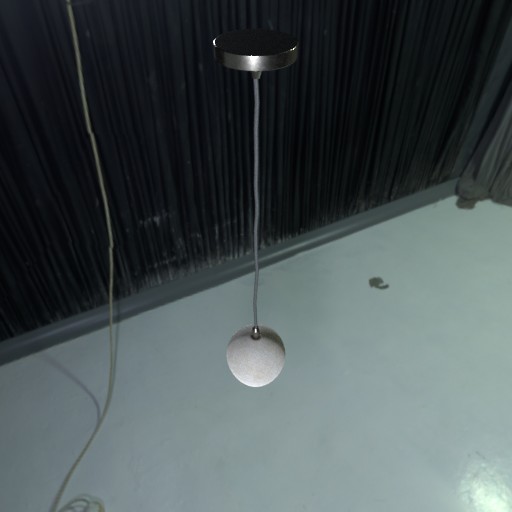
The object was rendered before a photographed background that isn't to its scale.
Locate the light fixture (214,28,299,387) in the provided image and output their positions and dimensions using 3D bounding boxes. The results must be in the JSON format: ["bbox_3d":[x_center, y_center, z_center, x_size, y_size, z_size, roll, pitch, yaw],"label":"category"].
[{"bbox_3d":[0.000,0.000,0.838,0.139,0.764,0.139,-24,48,-24],"label":"light fixture"}]
